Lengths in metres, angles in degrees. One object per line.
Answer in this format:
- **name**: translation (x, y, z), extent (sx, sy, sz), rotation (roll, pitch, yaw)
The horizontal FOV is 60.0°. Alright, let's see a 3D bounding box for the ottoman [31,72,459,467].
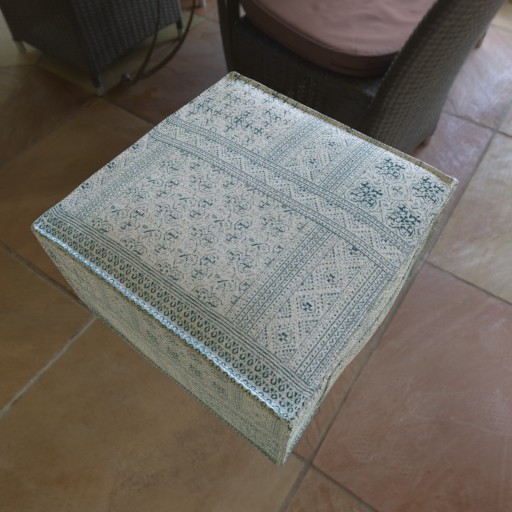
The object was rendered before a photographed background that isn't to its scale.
- **ottoman**: translation (0.000, 0.000, 1.022), extent (0.626, 0.439, 0.617), rotation (33, 63, 19)
